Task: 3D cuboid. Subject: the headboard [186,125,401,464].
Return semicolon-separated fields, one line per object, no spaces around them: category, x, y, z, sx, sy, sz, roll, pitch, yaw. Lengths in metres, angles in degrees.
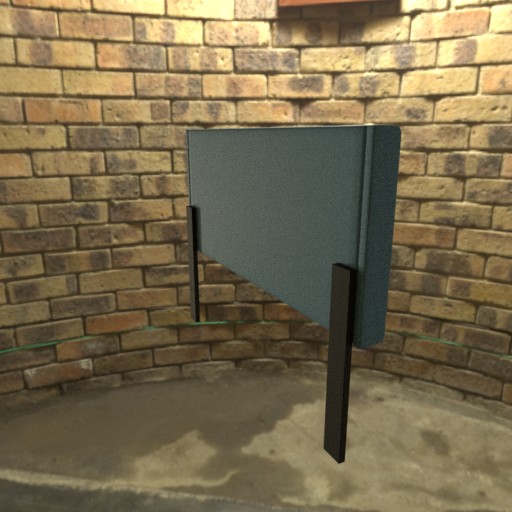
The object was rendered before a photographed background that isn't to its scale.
headboard;0.000;0.000;2.745;0.184;1.524;2.051;-8;17;-27
